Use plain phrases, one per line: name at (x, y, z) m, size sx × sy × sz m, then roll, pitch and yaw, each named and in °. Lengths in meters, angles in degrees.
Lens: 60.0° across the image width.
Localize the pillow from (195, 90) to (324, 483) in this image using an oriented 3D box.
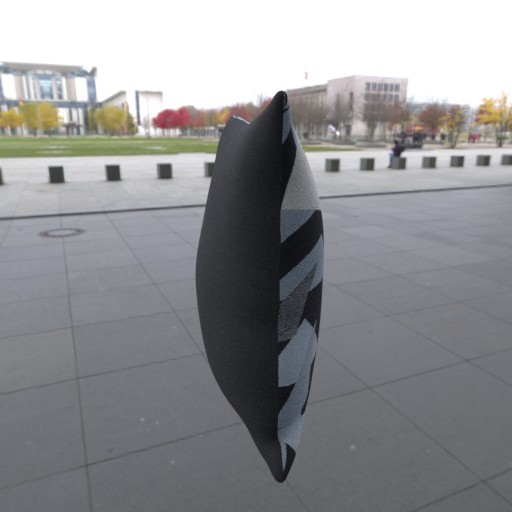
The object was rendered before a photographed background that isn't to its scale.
pillow at (0.000, 0.000, 0.762) m, size 0.208 × 0.496 × 0.503 m, roll -2°, pitch 16°, yaw -9°
